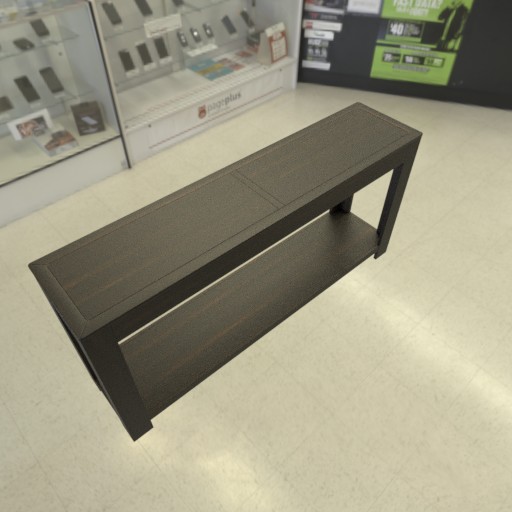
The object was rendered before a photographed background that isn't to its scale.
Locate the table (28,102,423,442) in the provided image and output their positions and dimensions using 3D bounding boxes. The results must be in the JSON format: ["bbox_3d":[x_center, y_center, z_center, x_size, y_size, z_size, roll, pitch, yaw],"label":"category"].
[{"bbox_3d":[0.000,0.000,1.974,1.631,0.762,0.384,-32,55,-26],"label":"table"}]
